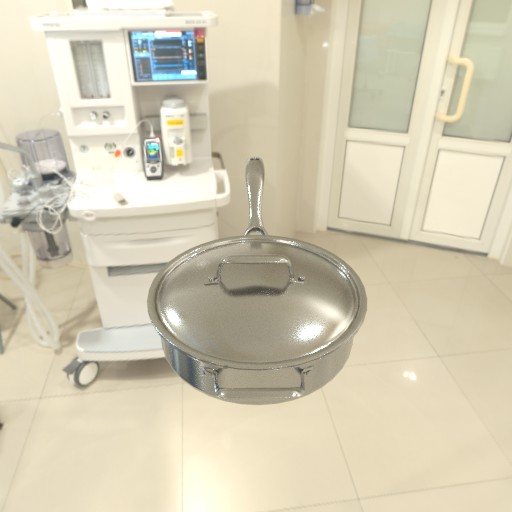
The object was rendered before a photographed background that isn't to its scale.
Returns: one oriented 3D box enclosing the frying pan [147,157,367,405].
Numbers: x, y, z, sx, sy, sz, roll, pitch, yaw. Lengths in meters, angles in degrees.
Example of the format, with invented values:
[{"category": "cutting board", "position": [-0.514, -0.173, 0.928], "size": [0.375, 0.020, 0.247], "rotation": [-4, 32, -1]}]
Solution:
[{"category": "frying pan", "position": [0.000, 0.000, 0.585], "size": [0.245, 0.111, 0.492], "rotation": [0, 32, -1]}]
